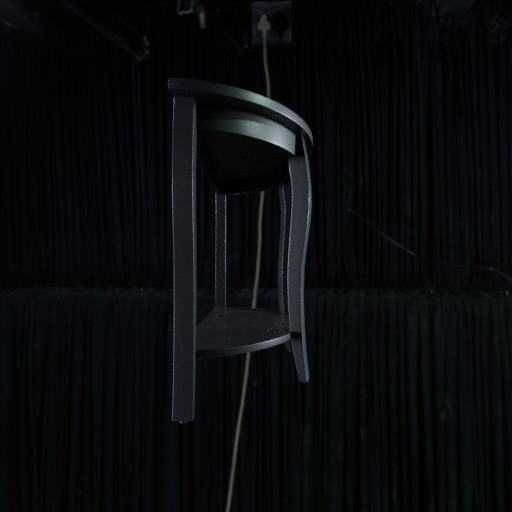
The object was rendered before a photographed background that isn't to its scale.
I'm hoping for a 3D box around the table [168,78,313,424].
[{"bbox_3d":[0.000,0.000,1.595,0.394,0.780,1.219,0,-1,0],"label":"table"}]
